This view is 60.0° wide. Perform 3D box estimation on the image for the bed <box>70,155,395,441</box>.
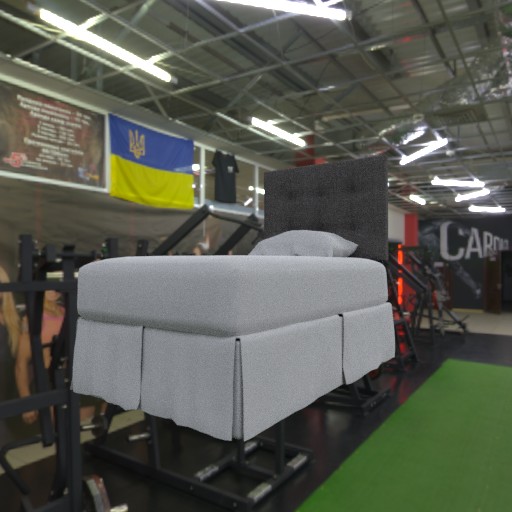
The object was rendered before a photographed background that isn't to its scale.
[{"bbox_3d":[0.000,0.000,2.969,1.261,1.571,1.997,0,-1,36],"label":"bed"}]
